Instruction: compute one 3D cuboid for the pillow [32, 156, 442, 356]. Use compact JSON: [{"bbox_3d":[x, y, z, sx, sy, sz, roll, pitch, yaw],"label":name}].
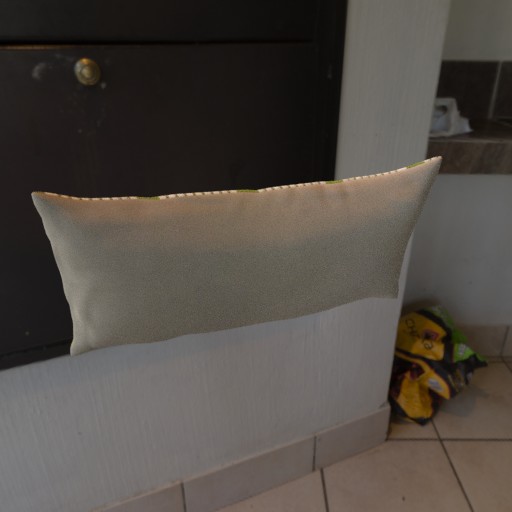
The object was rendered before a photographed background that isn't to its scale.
[{"bbox_3d":[0.000,0.000,0.715,0.608,0.292,0.156,-8,26,-16],"label":"pillow"}]
